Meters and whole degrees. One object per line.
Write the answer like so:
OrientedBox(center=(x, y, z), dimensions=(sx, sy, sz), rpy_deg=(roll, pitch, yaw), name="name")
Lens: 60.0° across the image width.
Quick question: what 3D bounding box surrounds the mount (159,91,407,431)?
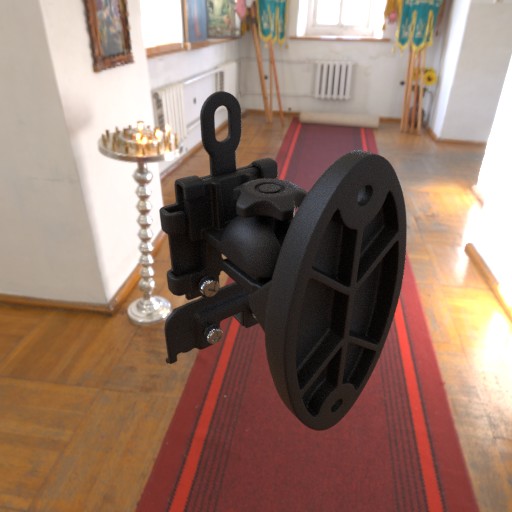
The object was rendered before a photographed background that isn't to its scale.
OrientedBox(center=(0.000, 0.000, 0.176), dimensions=(0.066, 0.118, 0.100), rpy_deg=(-20, 36, -30), name="mount")
